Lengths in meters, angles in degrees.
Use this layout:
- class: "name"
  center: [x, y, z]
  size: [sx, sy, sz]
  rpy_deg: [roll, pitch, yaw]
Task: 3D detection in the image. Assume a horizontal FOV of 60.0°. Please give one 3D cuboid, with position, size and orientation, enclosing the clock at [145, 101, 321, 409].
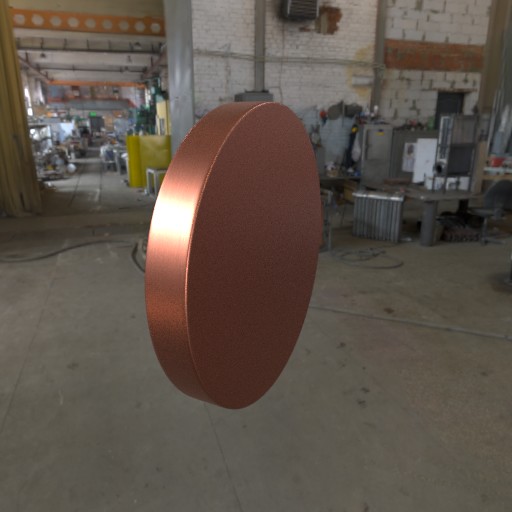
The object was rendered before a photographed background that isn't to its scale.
- class: "clock"
  center: [0.000, 0.000, 0.476]
  size: [0.040, 0.313, 0.313]
  rpy_deg: [8, 19, 25]
